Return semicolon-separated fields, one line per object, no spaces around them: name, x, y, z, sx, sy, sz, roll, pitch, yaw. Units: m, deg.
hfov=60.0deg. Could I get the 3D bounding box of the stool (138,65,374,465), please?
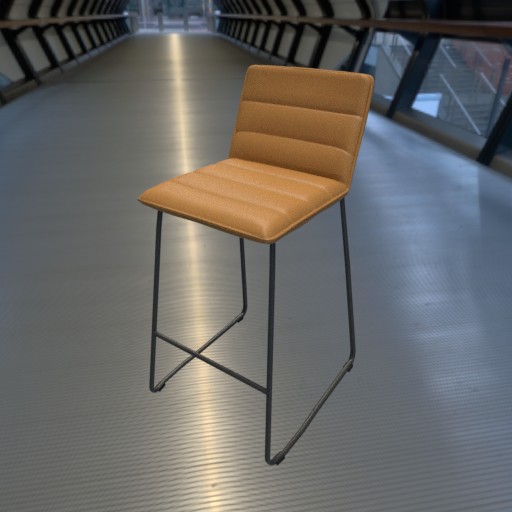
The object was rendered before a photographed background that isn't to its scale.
stool;0.000;0.000;1.248;0.489;0.936;0.524;19;35;30
